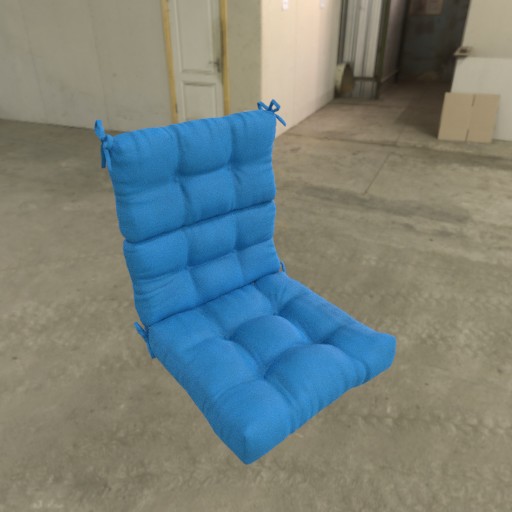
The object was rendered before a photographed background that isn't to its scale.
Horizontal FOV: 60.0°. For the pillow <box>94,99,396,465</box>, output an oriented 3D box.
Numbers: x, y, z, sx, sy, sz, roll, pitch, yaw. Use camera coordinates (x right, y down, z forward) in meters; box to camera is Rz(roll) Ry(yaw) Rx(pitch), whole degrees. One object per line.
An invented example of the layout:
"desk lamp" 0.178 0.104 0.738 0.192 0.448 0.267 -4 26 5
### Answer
"pillow" 0.000 0.000 1.052 0.519 0.605 0.571 -21 37 -32
